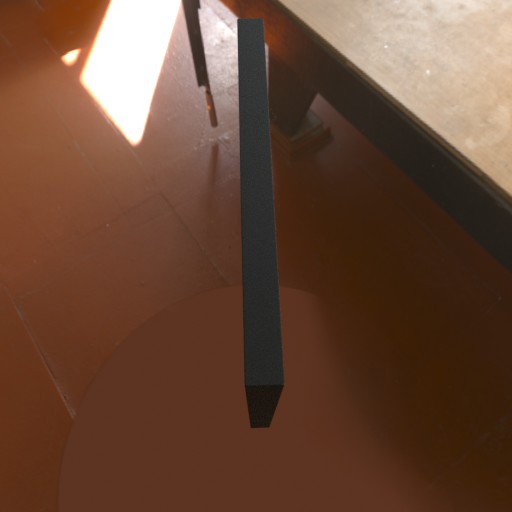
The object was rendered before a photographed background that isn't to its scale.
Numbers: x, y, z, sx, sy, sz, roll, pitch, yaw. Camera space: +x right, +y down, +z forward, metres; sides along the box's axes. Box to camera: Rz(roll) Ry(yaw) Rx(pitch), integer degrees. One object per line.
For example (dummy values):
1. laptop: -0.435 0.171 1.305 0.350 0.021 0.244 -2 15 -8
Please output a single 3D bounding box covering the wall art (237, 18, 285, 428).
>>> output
1. wall art: 0.000 0.000 0.750 0.037 0.508 0.508 -2 65 -1
